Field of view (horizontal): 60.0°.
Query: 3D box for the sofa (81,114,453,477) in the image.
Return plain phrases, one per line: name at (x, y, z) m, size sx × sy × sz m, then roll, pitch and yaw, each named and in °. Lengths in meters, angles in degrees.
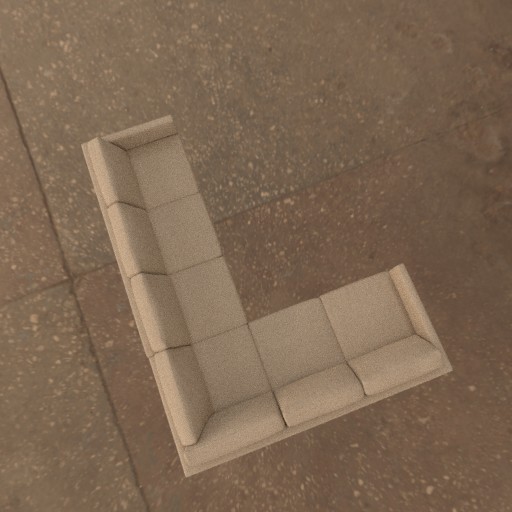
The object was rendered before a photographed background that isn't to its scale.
sofa at (0.000, 0.000, 4.262) m, size 2.432 × 0.863 × 3.182 m, roll -20°, pitch 77°, yaw -5°
